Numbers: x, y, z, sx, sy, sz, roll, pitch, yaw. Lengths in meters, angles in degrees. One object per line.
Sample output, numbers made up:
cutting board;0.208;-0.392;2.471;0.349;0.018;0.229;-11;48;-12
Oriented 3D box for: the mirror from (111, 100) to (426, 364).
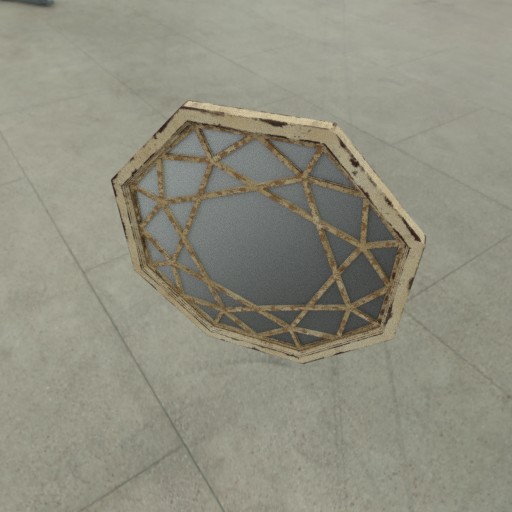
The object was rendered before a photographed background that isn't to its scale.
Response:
mirror;0.000;0.000;0.967;0.648;0.648;0.031;13;44;14
